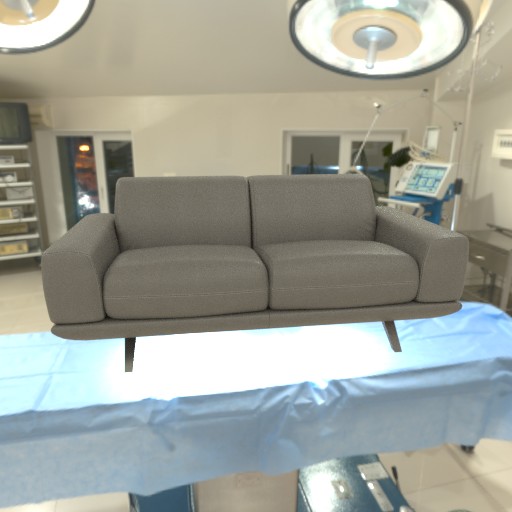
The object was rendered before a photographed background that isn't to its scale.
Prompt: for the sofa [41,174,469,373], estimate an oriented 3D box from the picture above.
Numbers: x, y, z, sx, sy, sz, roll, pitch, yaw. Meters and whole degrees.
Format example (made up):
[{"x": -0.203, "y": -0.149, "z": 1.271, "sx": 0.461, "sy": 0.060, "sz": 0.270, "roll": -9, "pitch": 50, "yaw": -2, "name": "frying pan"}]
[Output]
[{"x": 0.000, "y": 0.000, "z": 2.351, "sx": 1.901, "sy": 0.772, "sz": 0.900, "roll": -2, "pitch": 16, "yaw": -8, "name": "sofa"}]
